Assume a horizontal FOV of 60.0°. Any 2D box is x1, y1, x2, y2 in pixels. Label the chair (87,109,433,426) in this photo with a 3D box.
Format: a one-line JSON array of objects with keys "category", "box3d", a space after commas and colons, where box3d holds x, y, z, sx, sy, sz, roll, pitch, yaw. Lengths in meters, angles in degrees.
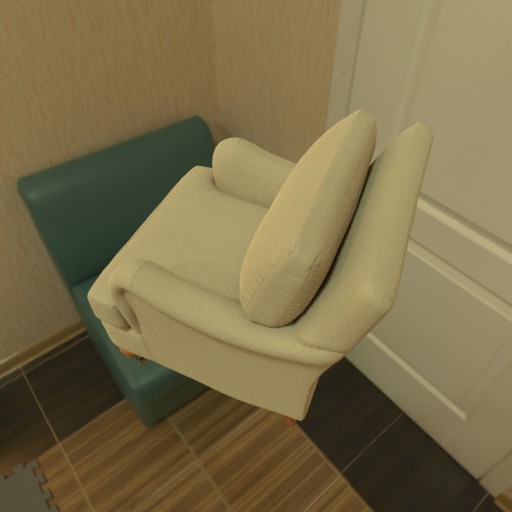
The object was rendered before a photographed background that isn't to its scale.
[{"category": "chair", "box3d": [0.000, 0.000, 1.819, 1.070, 1.038, 0.955, 16, 49, 15]}]
